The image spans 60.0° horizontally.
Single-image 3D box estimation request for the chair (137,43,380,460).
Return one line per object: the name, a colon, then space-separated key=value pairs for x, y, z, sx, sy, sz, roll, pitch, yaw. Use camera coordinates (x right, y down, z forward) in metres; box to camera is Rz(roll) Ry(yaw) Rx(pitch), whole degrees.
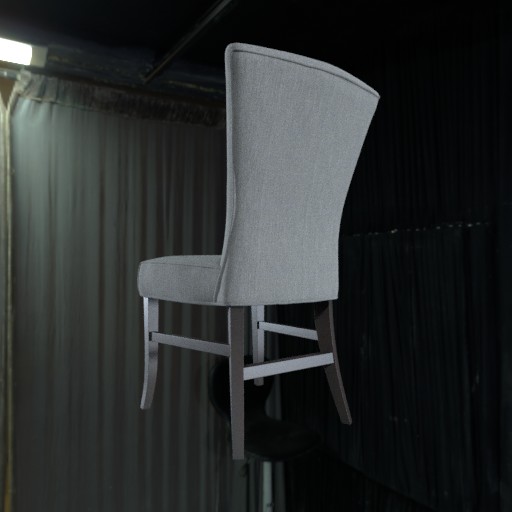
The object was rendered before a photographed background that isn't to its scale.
chair: x=0.000 y=0.000 z=1.357 sx=0.520 sy=0.991 sz=0.660 roll=1 pitch=-1 yaw=-37
